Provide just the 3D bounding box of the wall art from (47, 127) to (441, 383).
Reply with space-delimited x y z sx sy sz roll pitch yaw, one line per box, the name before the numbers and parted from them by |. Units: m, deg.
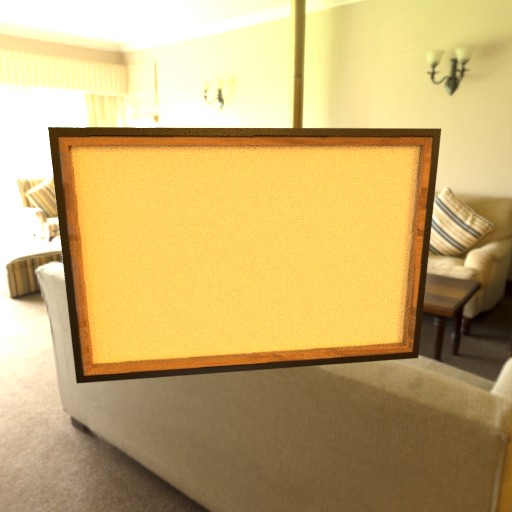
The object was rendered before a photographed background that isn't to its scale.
wall art | 0.000 0.000 0.802 0.659 0.446 0.022 -2 15 -8
